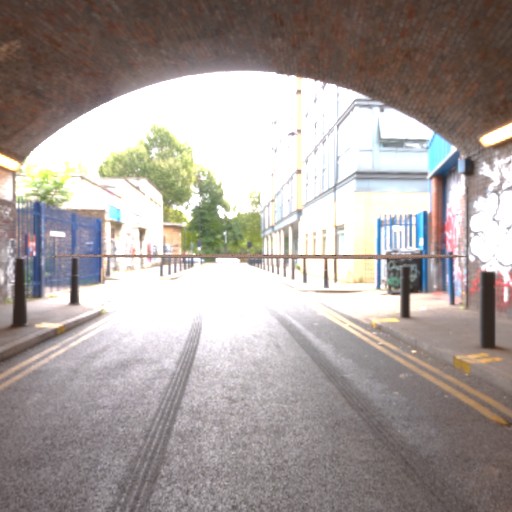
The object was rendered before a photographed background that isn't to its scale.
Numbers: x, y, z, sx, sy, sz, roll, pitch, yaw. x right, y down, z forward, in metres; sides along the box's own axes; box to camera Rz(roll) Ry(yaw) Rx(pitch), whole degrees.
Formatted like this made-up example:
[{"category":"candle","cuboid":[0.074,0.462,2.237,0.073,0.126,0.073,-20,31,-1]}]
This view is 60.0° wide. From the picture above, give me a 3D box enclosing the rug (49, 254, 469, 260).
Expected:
[{"category":"rug","cuboid":[0.000,0.000,2.314,1.847,0.014,1.230,0,0,36]}]
